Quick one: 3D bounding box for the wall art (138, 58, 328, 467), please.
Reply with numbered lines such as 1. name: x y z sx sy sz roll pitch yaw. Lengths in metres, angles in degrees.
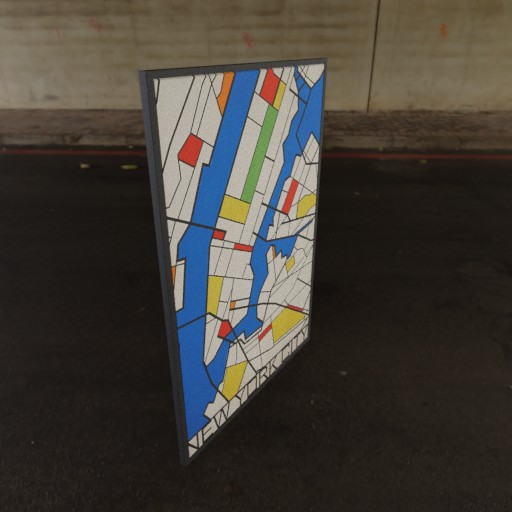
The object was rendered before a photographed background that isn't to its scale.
1. wall art: 0.000 0.000 0.821 0.013 0.657 0.457 17 31 31
